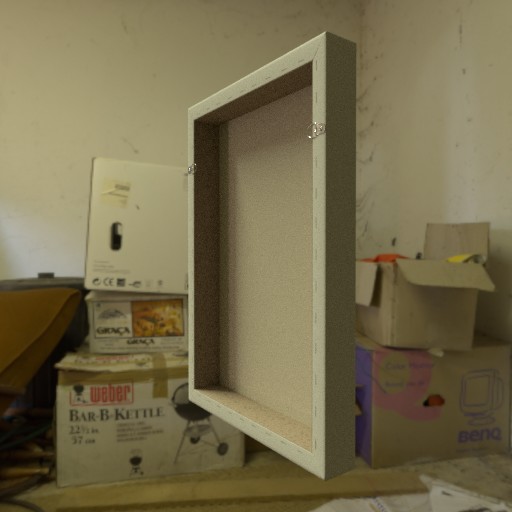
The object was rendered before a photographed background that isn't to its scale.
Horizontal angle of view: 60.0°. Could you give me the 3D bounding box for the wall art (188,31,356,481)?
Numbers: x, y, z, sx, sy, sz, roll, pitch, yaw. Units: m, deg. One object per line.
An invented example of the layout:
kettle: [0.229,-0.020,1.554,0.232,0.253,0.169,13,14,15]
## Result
wall art: [0.000,0.000,0.488,0.039,0.381,0.252,-1,1,-36]
